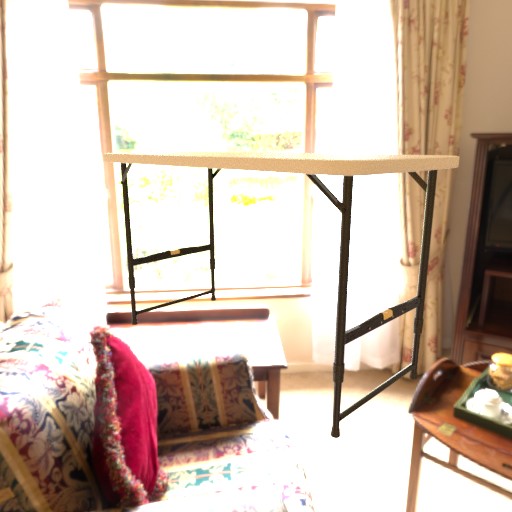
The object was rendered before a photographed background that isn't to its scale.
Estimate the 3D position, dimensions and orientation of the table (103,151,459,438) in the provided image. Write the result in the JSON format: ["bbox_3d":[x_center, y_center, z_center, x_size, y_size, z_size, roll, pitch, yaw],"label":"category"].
[{"bbox_3d":[0.000,0.000,1.645,0.610,0.737,1.219,-13,19,-43],"label":"table"}]
